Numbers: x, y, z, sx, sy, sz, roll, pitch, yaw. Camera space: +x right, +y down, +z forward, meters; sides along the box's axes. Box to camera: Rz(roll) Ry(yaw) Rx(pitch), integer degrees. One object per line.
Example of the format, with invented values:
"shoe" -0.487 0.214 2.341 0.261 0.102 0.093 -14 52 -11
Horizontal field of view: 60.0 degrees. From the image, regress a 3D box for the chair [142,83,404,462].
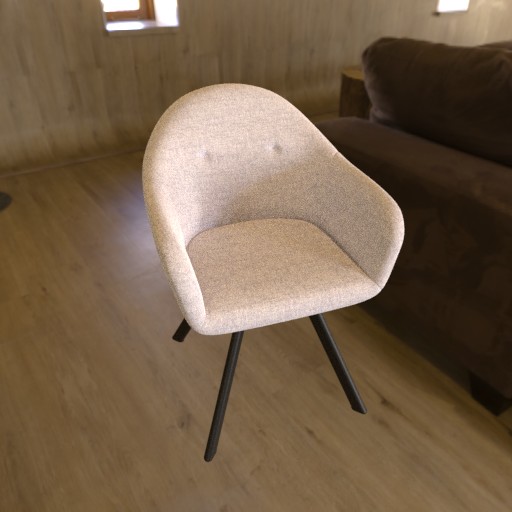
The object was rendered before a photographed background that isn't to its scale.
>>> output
"chair" 0.000 0.000 1.182 0.540 0.780 0.570 -10 34 -16
